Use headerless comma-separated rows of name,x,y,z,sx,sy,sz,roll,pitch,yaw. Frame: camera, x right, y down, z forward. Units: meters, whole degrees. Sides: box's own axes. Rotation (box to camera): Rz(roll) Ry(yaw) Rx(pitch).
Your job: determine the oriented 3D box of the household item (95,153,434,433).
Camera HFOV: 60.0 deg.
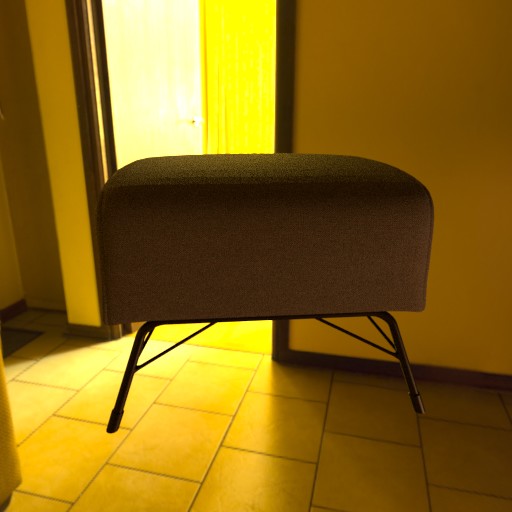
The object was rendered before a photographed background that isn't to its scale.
household item,0.000,0.000,0.915,0.530,0.410,0.530,-2,17,-5
